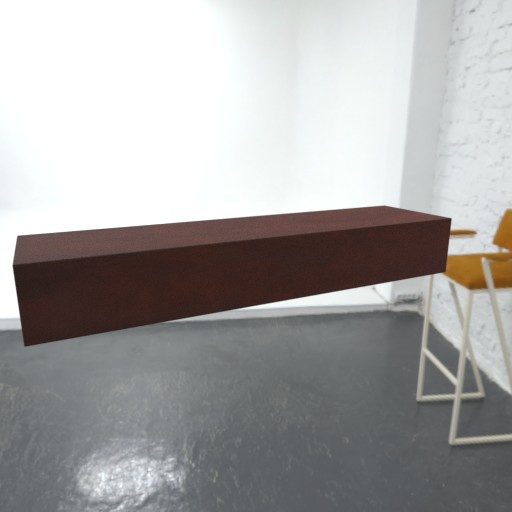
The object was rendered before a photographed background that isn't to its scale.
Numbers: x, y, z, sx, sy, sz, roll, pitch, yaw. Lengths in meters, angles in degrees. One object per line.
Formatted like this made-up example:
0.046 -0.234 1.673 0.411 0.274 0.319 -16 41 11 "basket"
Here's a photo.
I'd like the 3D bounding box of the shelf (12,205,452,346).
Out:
0.000 0.000 0.641 0.607 0.088 0.152 -7 16 -25 "shelf"
